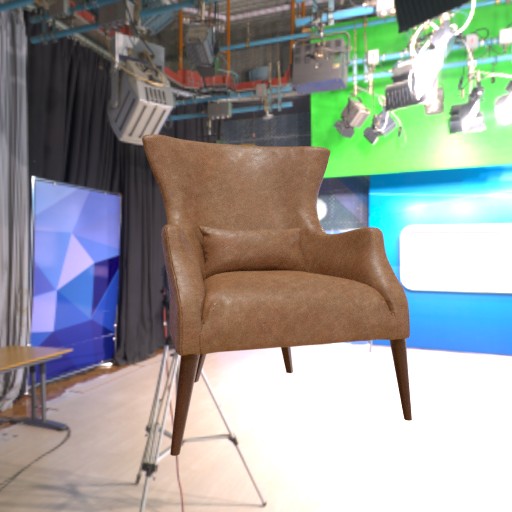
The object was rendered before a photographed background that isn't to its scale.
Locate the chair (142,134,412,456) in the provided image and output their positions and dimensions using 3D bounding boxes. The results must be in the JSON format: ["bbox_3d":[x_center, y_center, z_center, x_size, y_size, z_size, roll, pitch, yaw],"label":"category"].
[{"bbox_3d":[0.000,0.000,1.753,0.846,1.067,0.955,0,1,-18],"label":"chair"}]
